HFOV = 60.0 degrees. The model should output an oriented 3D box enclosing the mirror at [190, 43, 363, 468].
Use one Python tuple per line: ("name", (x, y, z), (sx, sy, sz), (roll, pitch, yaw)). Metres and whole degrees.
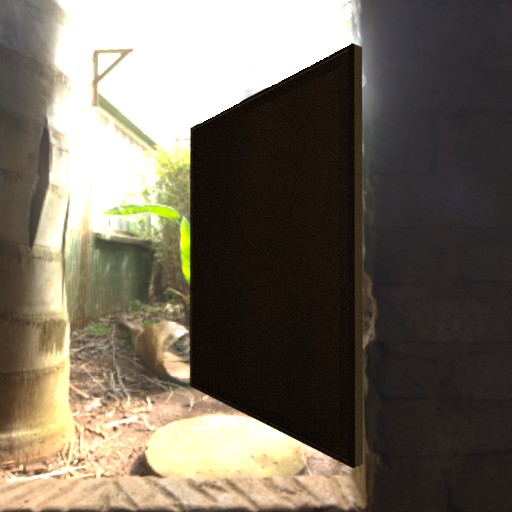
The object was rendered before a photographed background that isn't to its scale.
("mirror", (0.000, 0.000, 1.224), (0.032, 0.882, 0.730), (0, -1, -36))
